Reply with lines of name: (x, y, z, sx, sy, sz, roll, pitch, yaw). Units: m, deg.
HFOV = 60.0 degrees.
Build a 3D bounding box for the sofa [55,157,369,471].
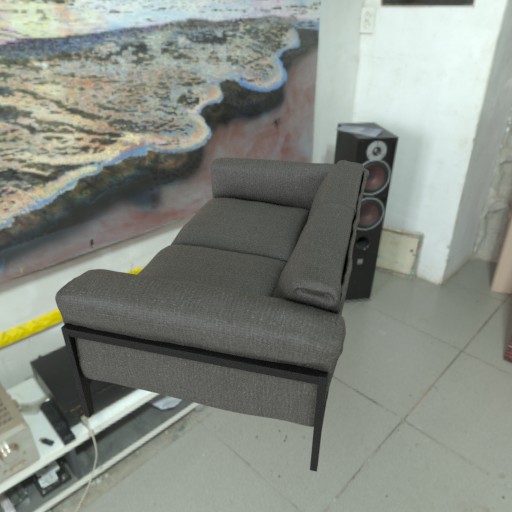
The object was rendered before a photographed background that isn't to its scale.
sofa: (0.000, 0.000, 2.162, 0.960, 0.656, 1.690, 8, 30, 13)
